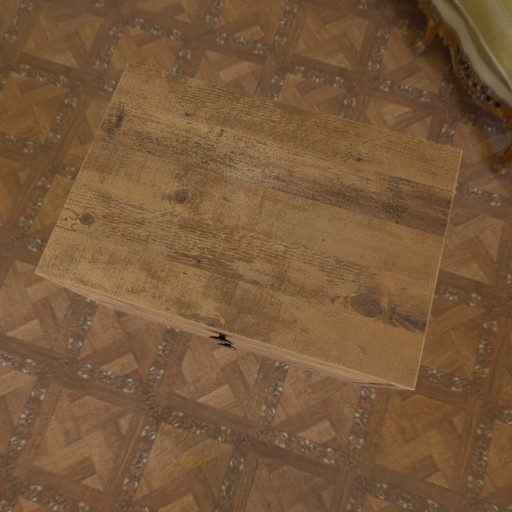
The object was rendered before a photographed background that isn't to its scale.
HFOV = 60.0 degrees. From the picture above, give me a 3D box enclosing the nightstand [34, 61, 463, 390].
[{"bbox_3d":[0.000,0.000,1.061,0.650,0.599,0.450,16,76,4],"label":"nightstand"}]
